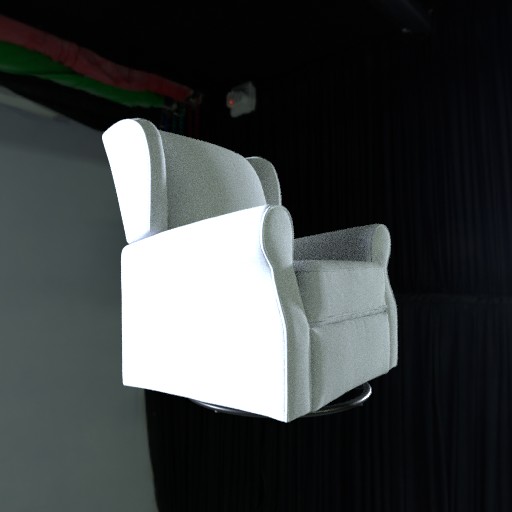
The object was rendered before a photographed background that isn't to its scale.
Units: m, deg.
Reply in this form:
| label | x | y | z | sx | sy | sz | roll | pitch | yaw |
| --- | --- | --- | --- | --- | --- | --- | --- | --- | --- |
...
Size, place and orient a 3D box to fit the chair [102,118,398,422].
| label | x | y | z | sx | sy | sz | roll | pitch | yaw |
| --- | --- | --- | --- | --- | --- | --- | --- | --- | --- |
| chair | 0.000 | 0.000 | 1.682 | 0.854 | 0.967 | 0.906 | -1 | -2 | 37 |
